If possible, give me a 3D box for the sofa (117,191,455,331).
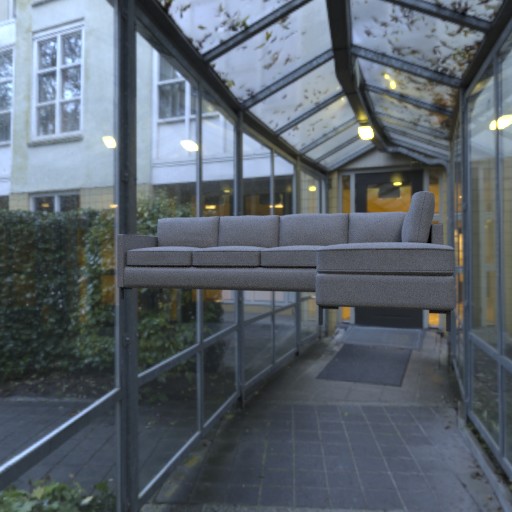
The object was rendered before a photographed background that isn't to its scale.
[{"bbox_3d":[0.000,0.000,4.271,3.331,0.964,2.077,0,0,19],"label":"sofa"}]
